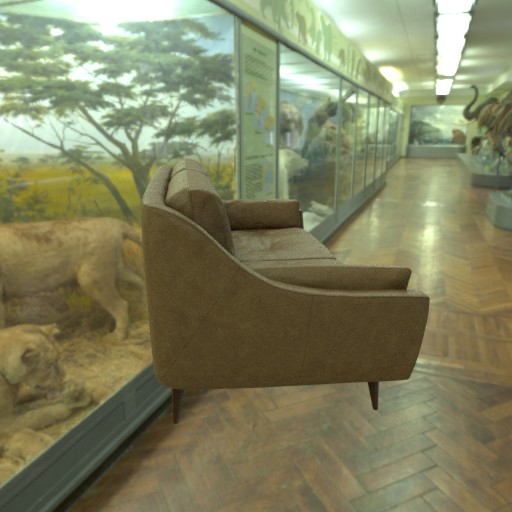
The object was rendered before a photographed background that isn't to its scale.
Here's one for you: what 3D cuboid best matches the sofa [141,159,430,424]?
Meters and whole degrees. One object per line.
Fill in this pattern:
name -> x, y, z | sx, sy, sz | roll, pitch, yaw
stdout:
sofa -> 0.000, 0.000, 2.246 | 0.981, 0.886, 1.731 | -3, 16, -9
